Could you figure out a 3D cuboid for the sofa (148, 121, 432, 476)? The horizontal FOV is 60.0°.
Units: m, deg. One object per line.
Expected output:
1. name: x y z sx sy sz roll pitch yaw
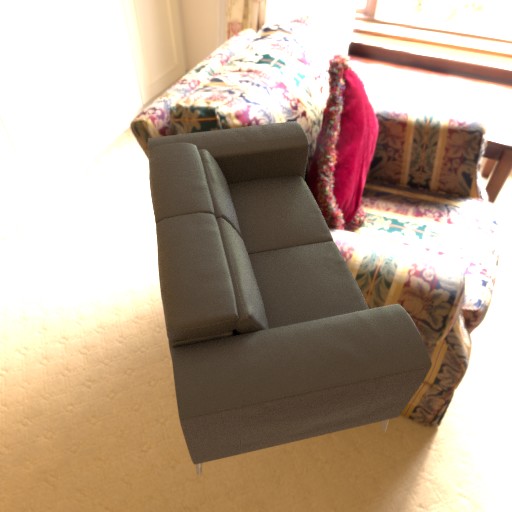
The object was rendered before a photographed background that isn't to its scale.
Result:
1. sofa: 0.000 0.000 2.420 1.003 0.779 1.895 -9 47 -9
